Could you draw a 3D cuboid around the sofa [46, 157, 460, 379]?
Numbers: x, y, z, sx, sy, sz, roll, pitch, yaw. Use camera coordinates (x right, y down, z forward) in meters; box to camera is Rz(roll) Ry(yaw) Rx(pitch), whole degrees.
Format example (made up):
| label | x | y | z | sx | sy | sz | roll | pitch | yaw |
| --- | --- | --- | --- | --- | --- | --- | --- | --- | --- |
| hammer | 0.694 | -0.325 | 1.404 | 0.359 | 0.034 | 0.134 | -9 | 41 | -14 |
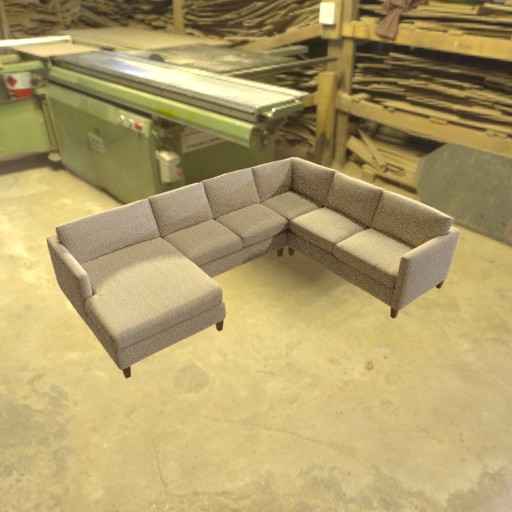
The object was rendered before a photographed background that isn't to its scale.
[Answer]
| label | x | y | z | sx | sy | sz | roll | pitch | yaw |
| --- | --- | --- | --- | --- | --- | --- | --- | --- | --- |
| sofa | 0.000 | 0.000 | 4.668 | 3.460 | 0.961 | 2.594 | -23 | 39 | -32 |
